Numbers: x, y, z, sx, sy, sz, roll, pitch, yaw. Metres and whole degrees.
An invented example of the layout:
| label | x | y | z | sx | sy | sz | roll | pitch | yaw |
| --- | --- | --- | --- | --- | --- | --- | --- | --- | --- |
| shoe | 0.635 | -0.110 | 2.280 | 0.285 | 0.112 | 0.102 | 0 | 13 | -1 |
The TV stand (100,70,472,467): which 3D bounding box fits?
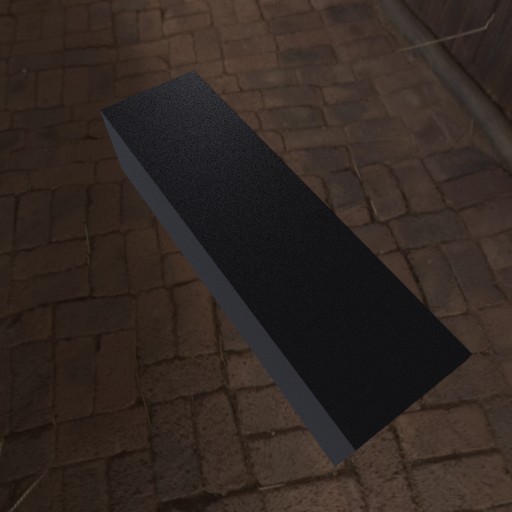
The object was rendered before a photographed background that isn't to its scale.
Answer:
| label | x | y | z | sx | sy | sz | roll | pitch | yaw |
| --- | --- | --- | --- | --- | --- | --- | --- | --- | --- |
| TV stand | 0.000 | 0.000 | 1.510 | 0.390 | 0.518 | 1.312 | -31 | 63 | -17 |
